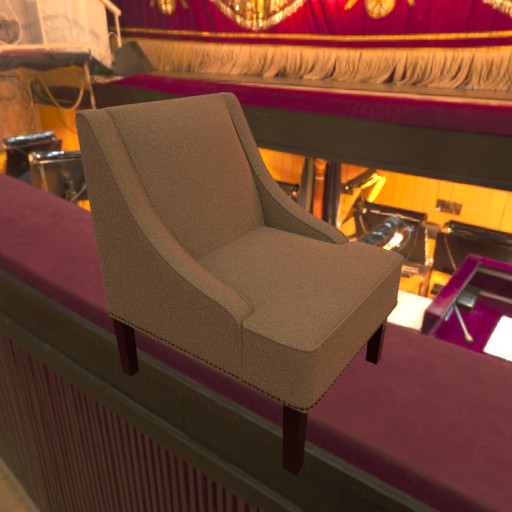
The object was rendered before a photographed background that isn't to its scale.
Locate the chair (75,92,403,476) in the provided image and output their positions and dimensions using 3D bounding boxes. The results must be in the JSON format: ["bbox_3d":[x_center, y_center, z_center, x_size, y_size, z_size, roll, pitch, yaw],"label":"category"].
[{"bbox_3d":[0.000,0.000,1.370,0.748,0.872,0.628,17,31,32],"label":"chair"}]
